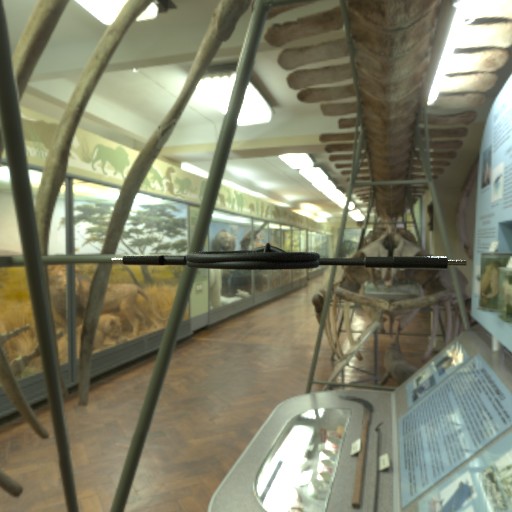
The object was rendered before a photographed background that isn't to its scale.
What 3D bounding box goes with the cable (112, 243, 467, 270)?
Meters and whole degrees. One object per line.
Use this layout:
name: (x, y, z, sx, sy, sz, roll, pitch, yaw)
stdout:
cable: (0.000, 0.000, 0.227, 0.203, 0.014, 0.070, 0, 1, 17)
